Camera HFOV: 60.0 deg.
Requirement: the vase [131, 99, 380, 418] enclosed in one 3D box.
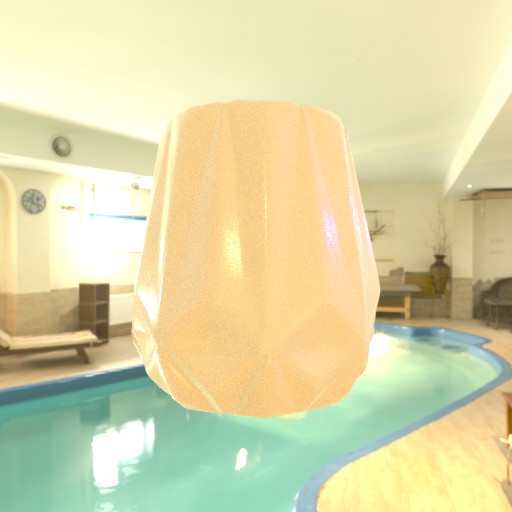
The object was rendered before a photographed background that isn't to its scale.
[{"bbox_3d":[0.000,0.000,0.260,0.141,0.152,0.141,0,1,0],"label":"vase"}]
